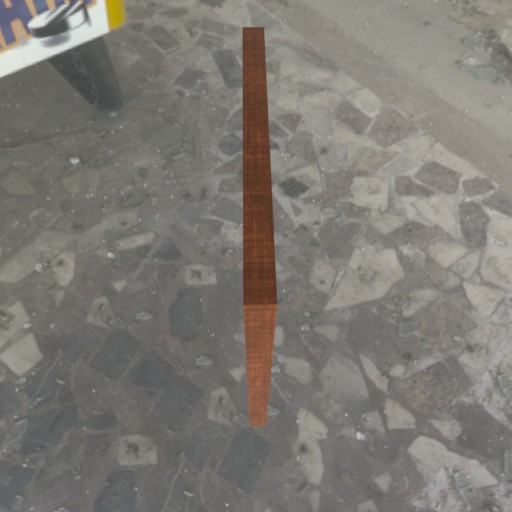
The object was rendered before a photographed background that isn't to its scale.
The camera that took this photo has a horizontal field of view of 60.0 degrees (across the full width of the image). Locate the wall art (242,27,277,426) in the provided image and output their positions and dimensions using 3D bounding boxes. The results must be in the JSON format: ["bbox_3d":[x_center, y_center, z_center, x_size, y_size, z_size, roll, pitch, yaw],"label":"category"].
[{"bbox_3d":[0.000,0.000,0.791,0.033,0.567,0.467,-1,58,-1],"label":"wall art"}]
